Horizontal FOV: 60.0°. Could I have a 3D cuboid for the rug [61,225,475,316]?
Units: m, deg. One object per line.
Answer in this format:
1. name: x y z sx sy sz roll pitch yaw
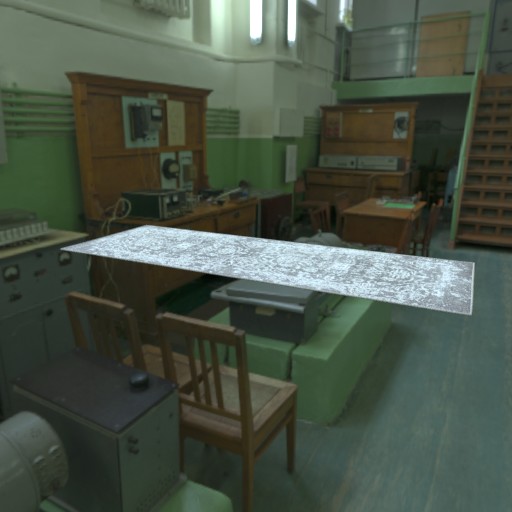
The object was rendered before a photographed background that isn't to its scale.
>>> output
1. rug: 0.000 0.000 2.752 2.452 0.017 0.855 8 18 25
